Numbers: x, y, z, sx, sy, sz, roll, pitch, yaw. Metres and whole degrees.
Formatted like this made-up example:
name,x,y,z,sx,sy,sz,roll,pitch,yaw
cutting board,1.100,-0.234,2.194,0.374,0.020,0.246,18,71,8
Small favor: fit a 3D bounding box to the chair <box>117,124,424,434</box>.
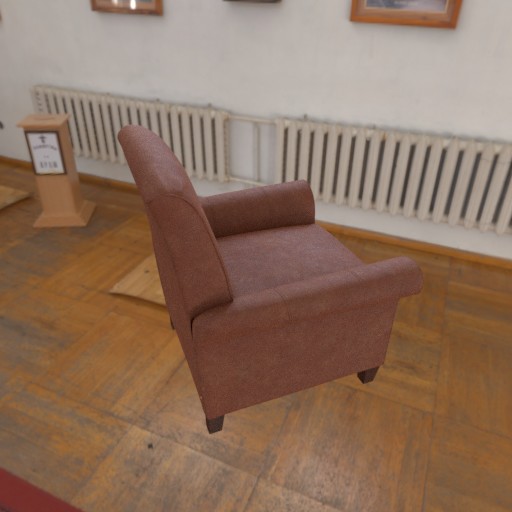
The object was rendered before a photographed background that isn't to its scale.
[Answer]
name,x,y,z,sx,sy,sz,roll,pitch,yaw
chair,0.000,0.000,1.824,0.902,1.061,0.978,-11,32,-18
